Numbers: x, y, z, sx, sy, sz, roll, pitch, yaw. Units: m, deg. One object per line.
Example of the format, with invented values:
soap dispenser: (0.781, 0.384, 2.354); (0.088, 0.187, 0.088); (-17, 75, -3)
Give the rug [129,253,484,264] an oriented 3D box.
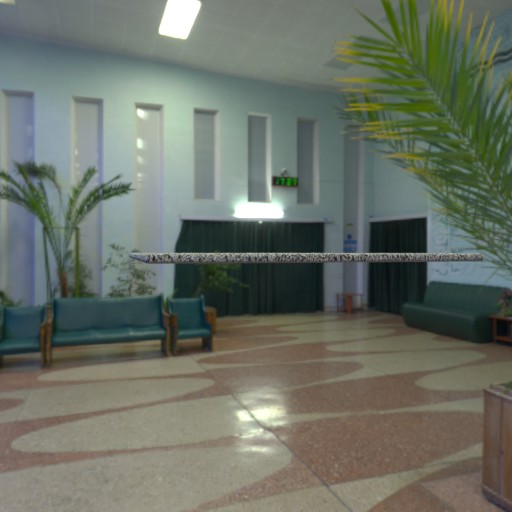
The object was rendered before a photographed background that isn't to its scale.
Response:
rug: (0.000, 0.000, 2.298); (1.219, 0.030, 1.778); (0, 0, -17)
